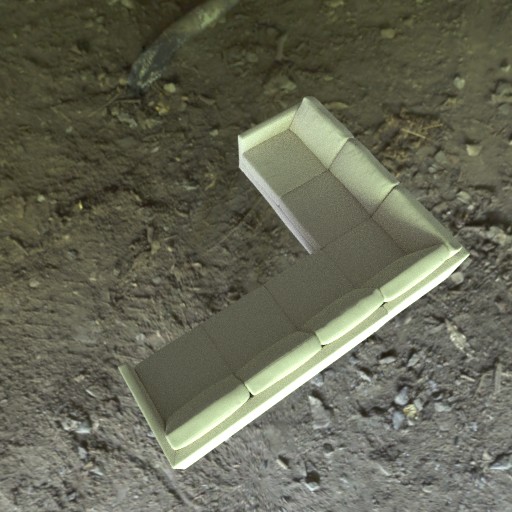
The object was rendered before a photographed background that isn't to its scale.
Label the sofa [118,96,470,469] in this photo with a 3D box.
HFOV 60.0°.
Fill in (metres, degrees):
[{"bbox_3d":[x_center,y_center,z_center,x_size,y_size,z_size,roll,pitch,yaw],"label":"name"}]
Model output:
[{"bbox_3d":[0.000,0.000,4.356,3.182,0.863,2.432,-31,68,-15],"label":"sofa"}]
